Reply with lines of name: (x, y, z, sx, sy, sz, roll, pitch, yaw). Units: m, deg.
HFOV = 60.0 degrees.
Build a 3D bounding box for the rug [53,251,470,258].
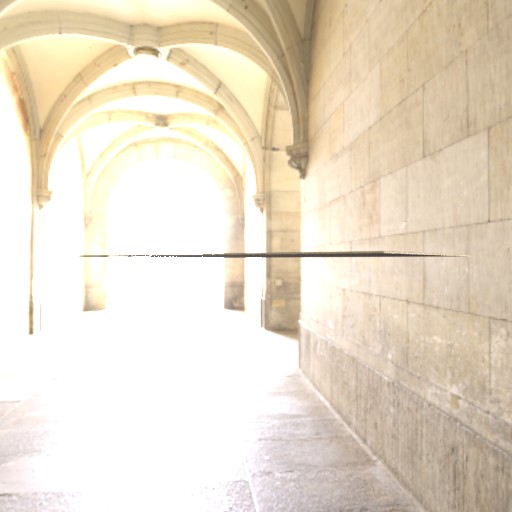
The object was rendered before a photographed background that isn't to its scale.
rug: (0.000, 0.000, 2.296, 1.813, 0.006, 1.202, 0, -1, 37)
